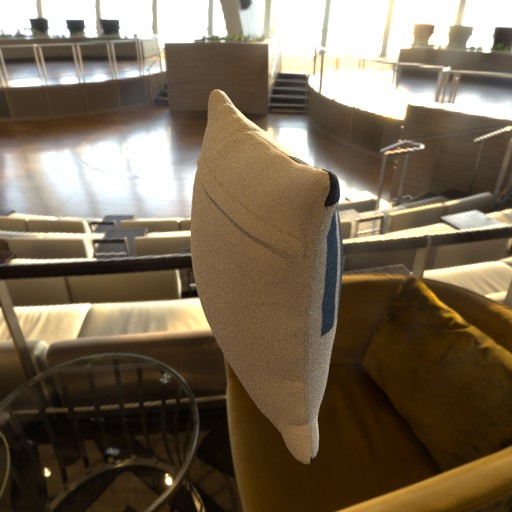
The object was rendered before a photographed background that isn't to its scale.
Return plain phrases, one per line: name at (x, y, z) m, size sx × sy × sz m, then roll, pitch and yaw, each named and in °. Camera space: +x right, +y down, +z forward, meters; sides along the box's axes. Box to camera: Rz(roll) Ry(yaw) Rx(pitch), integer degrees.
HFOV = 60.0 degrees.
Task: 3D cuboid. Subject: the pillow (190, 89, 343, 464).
pillow at (0.000, 0.000, 0.817) m, size 0.229 × 0.506 × 0.536 m, roll -10°, pitch 32°, yaw -17°
